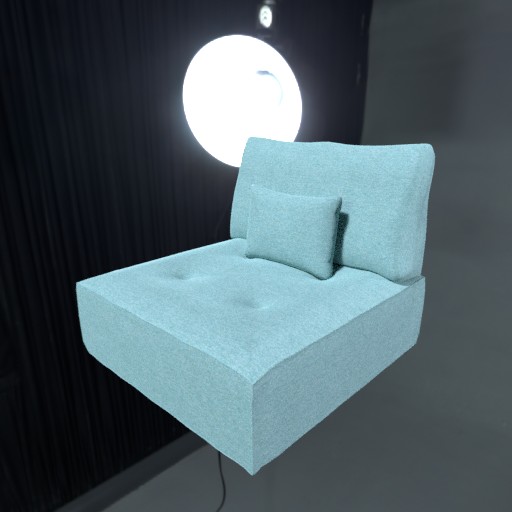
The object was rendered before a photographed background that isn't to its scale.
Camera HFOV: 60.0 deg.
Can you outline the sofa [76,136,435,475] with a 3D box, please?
[{"bbox_3d":[0.000,0.000,1.675,0.930,0.820,1.000,16,24,41],"label":"sofa"}]
